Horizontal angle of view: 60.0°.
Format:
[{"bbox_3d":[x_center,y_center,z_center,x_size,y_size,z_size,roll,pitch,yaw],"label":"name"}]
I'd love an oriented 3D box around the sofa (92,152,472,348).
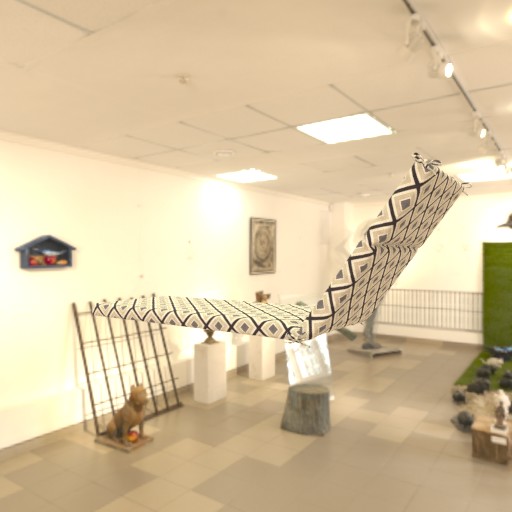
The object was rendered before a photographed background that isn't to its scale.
[{"bbox_3d":[0.000,0.000,1.965,1.663,0.622,0.582,0,0,35],"label":"sofa"}]
